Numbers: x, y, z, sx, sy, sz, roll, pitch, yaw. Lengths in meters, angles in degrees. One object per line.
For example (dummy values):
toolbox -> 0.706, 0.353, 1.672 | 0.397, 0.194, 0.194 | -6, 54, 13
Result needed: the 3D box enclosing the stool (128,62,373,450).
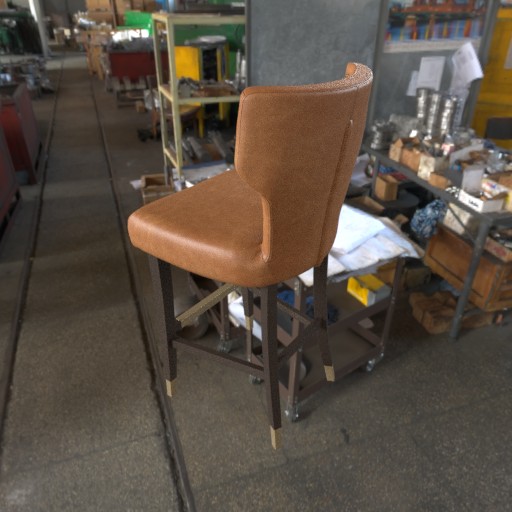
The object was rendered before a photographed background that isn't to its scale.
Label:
stool -> 0.000, 0.000, 1.380 | 0.563, 1.092, 0.526 | 21, 36, 31
